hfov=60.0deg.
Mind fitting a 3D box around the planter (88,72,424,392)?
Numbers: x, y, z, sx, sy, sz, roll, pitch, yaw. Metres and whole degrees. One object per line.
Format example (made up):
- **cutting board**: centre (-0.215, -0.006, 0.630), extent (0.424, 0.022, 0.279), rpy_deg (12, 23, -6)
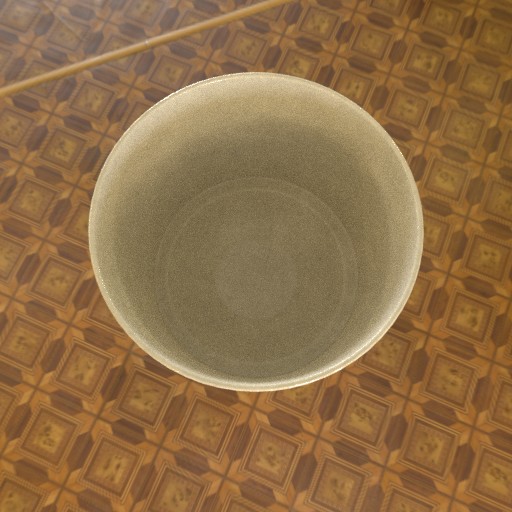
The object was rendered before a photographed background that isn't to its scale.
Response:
- **planter**: centre (0.000, 0.000, 0.446), extent (0.250, 0.239, 0.250), rpy_deg (0, 76, 0)
